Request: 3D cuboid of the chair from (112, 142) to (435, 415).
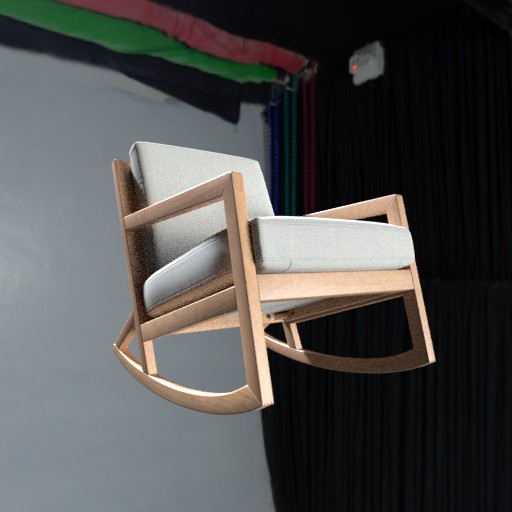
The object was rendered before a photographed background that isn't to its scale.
[{"bbox_3d":[0.000,0.000,1.403,0.622,0.790,0.857,0,0,-37],"label":"chair"}]
